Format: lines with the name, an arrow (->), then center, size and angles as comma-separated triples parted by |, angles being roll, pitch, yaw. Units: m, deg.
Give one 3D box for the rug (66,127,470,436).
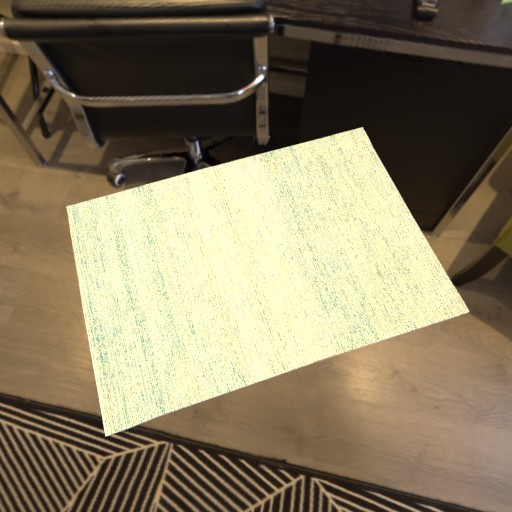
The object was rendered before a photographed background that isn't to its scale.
rug -> 0.000, 0.000, 2.954 | 2.305, 0.029, 1.593 | -17, 65, -8
